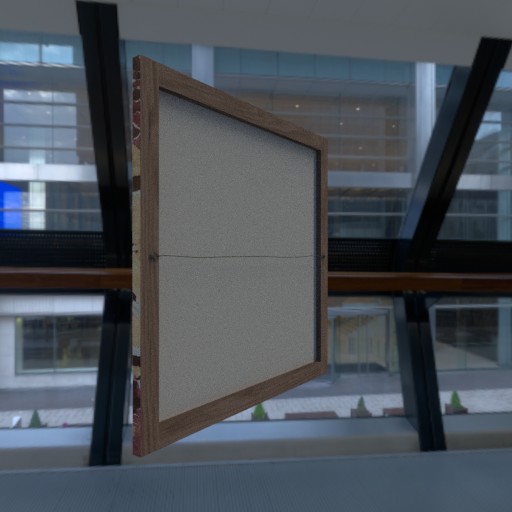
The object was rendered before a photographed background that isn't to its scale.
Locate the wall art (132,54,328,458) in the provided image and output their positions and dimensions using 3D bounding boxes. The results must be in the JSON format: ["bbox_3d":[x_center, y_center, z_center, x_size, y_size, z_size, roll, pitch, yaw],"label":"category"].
[{"bbox_3d":[0.000,0.000,1.145,0.028,0.762,0.757,0,0,37],"label":"wall art"}]
